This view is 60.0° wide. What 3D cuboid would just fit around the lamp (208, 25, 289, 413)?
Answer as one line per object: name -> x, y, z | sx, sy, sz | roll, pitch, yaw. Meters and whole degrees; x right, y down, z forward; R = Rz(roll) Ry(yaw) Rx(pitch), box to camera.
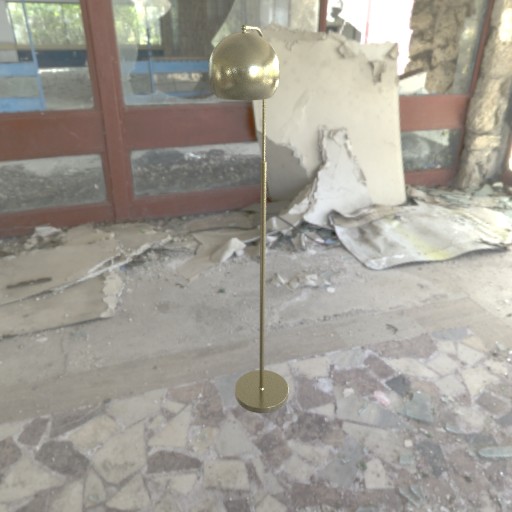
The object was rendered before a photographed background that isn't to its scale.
lamp -> 0.000, 0.000, 1.654 | 0.250, 1.526, 0.431 | 8, 28, 15
